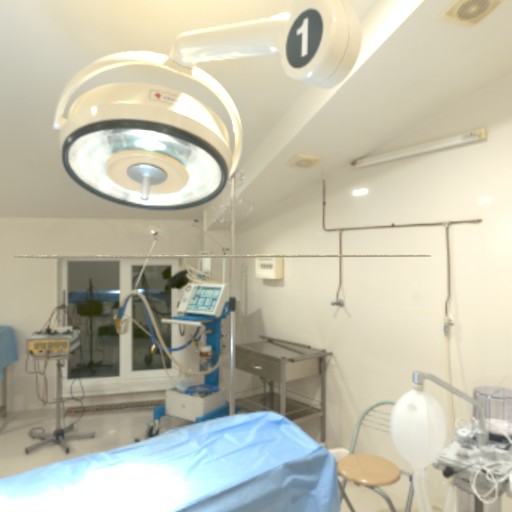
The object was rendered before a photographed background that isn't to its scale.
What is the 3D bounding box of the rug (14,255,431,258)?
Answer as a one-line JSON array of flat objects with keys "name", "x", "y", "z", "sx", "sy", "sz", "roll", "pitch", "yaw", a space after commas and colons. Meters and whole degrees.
[{"name": "rug", "x": 0.000, "y": 0.000, "z": 2.358, "sx": 2.196, "sy": 0.011, "sz": 0.662, "roll": 0, "pitch": 0, "yaw": -36}]
